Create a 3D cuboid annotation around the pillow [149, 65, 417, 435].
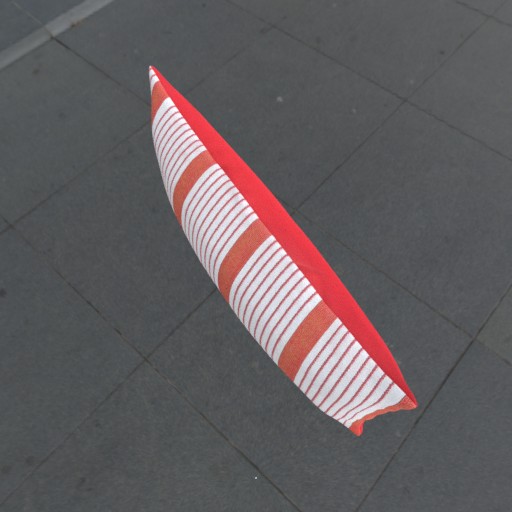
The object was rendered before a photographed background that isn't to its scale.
[{"bbox_3d":[0.000,0.000,0.704,0.151,0.297,0.608,-31,67,-14],"label":"pillow"}]
